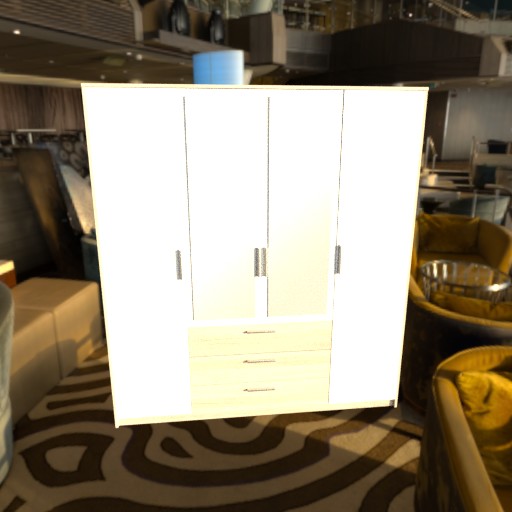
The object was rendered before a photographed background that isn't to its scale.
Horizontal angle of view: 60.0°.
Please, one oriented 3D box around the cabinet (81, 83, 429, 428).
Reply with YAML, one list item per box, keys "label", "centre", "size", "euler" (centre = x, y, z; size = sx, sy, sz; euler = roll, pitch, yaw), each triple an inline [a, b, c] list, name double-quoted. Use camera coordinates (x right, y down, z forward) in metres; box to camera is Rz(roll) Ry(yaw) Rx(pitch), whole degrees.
- label: "cabinet"
  centre: [0.000, 0.000, 2.930]
  size: [1.870, 2.060, 0.620]
  euler: [-2, 16, -6]
